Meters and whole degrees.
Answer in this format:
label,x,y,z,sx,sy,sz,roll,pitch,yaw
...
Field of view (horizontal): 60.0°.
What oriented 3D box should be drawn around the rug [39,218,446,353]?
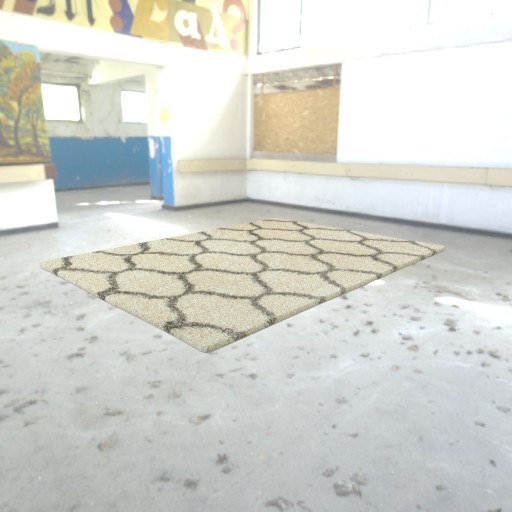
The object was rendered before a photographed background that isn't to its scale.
label,x,y,z,sx,sy,sz,roll,pitch,yaw
rug,0.000,0.000,2.145,1.200,0.025,1.600,14,21,43
